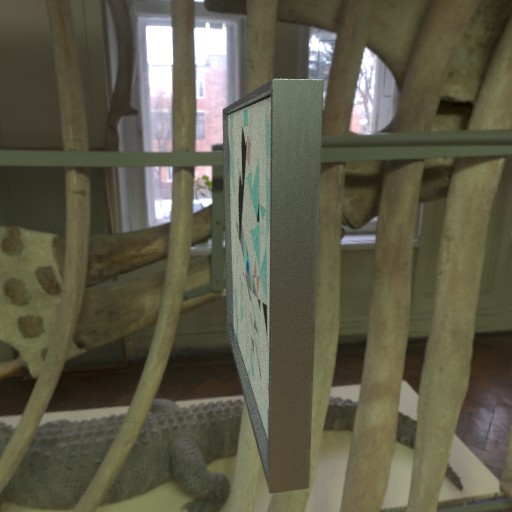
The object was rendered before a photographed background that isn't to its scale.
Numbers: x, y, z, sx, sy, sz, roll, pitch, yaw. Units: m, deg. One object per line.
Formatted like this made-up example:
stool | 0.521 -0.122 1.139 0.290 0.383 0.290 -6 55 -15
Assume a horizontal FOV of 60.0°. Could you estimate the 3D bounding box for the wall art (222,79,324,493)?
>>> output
wall art | 0.000 0.000 0.523 0.038 0.350 0.350 -3 15 -10
